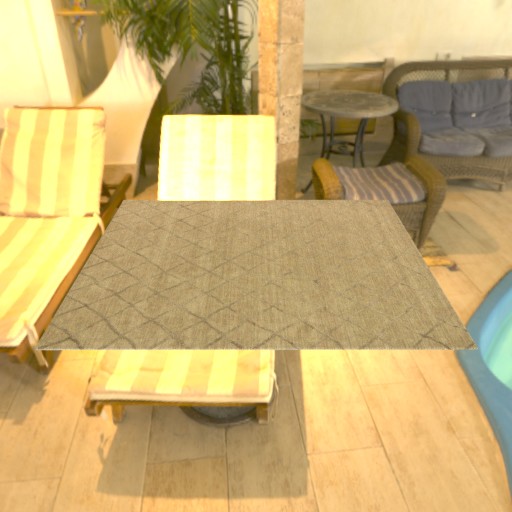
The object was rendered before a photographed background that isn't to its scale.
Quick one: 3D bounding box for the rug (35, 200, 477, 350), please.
[{"bbox_3d":[0.000,0.000,4.067,3.038,0.019,2.420,0,32,0],"label":"rug"}]
